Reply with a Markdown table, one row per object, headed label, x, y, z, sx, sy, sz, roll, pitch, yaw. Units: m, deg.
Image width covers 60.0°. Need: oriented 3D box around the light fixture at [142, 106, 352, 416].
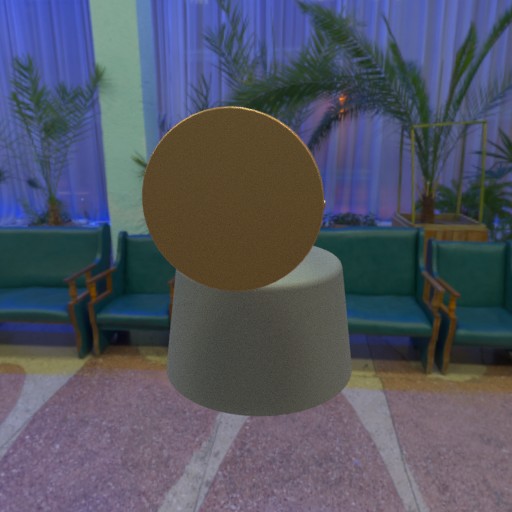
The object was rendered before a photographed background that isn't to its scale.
| label | x | y | z | sx | sy | sz | roll | pitch | yaw |
| --- | --- | --- | --- | --- | --- | --- | --- | --- | --- |
| light fixture | 0.000 | 0.000 | 0.439 | 0.204 | 0.268 | 0.254 | 2 | 16 | 8 |
